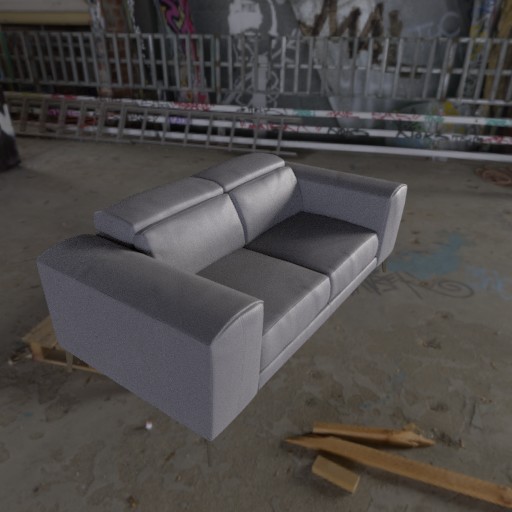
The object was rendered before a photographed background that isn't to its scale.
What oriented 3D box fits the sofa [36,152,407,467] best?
[{"bbox_3d":[0.000,0.000,2.410,1.003,0.779,1.895,18,33,31],"label":"sofa"}]
